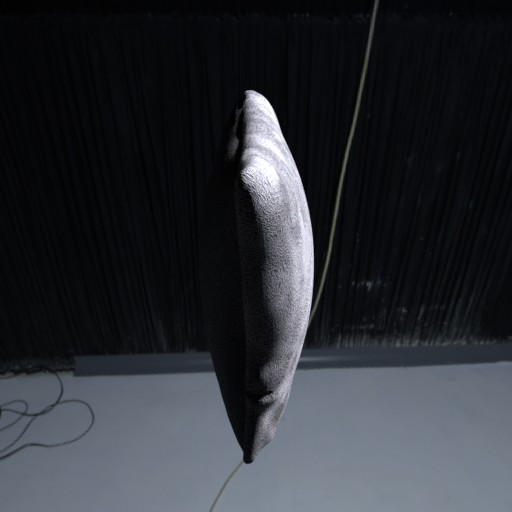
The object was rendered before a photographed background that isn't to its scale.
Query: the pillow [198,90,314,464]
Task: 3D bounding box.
[{"bbox_3d":[0.000,0.000,0.826,0.204,0.520,0.522,-1,32,-1],"label":"pillow"}]
